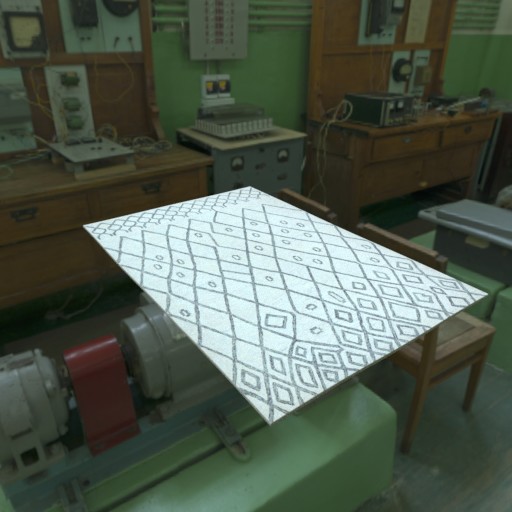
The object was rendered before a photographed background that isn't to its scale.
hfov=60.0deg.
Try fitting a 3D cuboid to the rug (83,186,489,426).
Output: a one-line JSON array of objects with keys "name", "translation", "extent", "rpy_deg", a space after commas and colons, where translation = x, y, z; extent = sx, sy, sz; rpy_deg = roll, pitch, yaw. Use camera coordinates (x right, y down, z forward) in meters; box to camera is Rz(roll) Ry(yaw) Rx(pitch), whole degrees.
[{"name": "rug", "translation": [0.000, 0.000, 2.293], "extent": [1.222, 0.015, 1.828], "rpy_deg": [-19, 33, -31]}]
